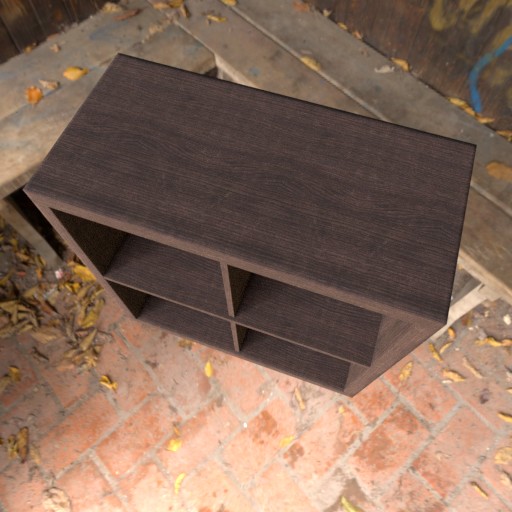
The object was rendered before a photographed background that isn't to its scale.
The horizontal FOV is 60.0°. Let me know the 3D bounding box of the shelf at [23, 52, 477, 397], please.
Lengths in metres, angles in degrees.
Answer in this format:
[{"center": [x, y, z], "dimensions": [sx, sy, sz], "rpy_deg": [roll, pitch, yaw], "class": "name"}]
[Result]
[{"center": [0.000, 0.000, 1.207], "dimensions": [0.790, 0.786, 0.390], "rpy_deg": [17, 65, 8], "class": "shelf"}]
